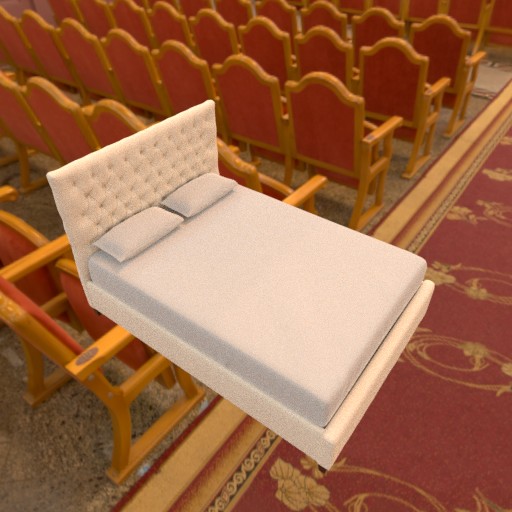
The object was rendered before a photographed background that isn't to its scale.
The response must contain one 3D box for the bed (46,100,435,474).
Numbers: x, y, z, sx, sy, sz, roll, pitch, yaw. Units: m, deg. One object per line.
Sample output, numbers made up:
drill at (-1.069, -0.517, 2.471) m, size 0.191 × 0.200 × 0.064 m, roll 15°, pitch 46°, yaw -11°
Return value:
bed at (0.000, 0.000, 3.438) m, size 2.387 × 1.427 × 1.698 m, roll 26°, pitch 47°, yaw 27°
